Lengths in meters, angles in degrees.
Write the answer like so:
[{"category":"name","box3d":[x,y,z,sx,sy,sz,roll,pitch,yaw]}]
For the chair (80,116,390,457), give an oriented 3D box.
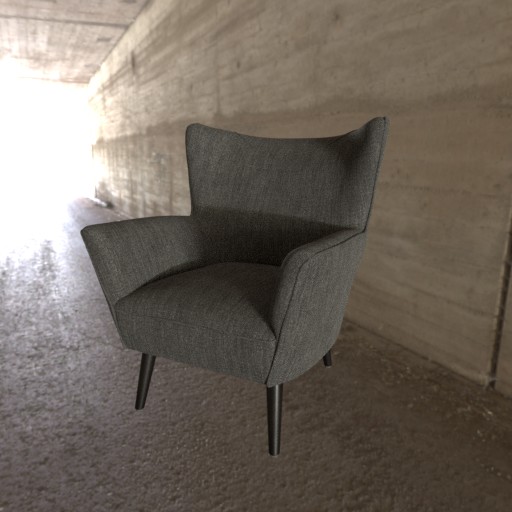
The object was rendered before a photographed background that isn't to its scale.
[{"category":"chair","box3d":[0.000,0.000,1.552,0.781,0.933,0.888,7,15,26]}]
